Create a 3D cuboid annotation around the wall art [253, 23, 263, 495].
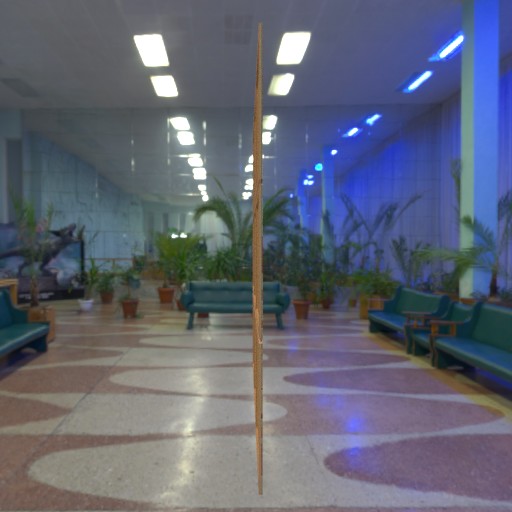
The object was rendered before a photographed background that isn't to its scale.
[{"bbox_3d":[0.000,0.000,2.185,0.013,1.519,1.521,0,1,-1],"label":"wall art"}]
